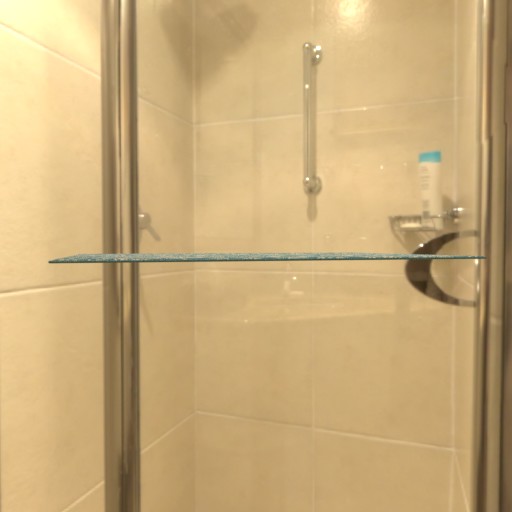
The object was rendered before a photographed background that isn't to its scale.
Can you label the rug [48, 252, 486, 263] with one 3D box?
[{"bbox_3d":[0.000,0.000,2.330,1.833,0.012,1.211,0,1,-17],"label":"rug"}]
